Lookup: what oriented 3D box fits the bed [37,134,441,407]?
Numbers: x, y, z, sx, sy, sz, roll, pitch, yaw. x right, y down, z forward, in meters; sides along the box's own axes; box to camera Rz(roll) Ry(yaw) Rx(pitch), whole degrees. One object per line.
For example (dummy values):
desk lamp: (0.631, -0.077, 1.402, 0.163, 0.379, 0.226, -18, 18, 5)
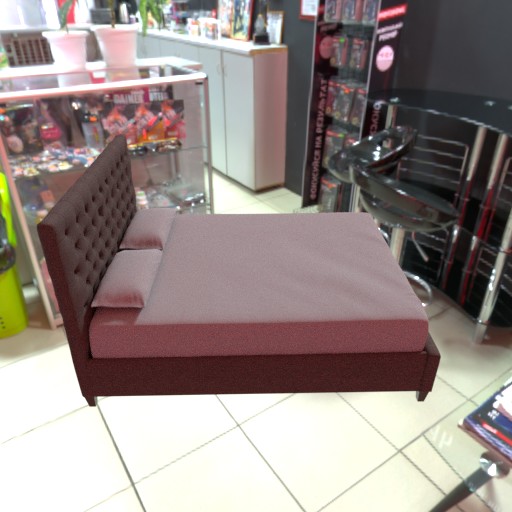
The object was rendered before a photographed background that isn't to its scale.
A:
bed: (0.000, 0.000, 3.411, 2.387, 1.427, 1.698, -1, 31, -1)
